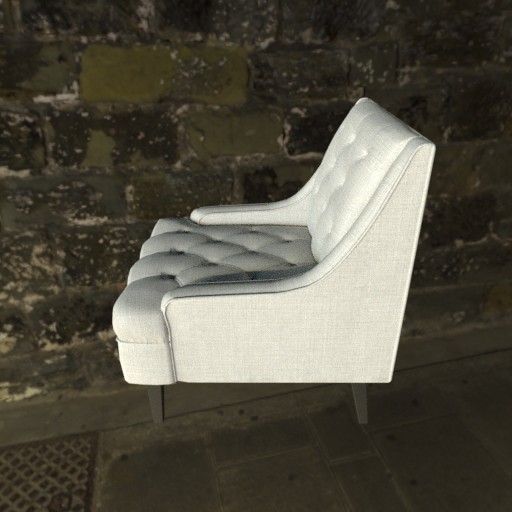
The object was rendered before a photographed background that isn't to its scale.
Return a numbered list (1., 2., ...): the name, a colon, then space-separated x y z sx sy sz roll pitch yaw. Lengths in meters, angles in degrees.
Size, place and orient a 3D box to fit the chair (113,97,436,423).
1. chair: 0.000 0.000 1.414 0.772 0.891 0.658 0 28 0
